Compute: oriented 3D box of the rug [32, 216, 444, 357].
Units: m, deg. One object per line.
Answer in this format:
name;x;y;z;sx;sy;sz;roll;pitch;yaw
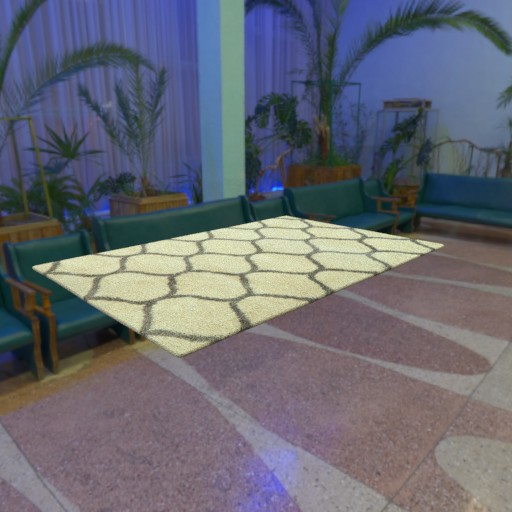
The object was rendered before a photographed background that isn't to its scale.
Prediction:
rug;0.000;0.000;3.435;2.701;0.026;1.801;-15;22;-42
